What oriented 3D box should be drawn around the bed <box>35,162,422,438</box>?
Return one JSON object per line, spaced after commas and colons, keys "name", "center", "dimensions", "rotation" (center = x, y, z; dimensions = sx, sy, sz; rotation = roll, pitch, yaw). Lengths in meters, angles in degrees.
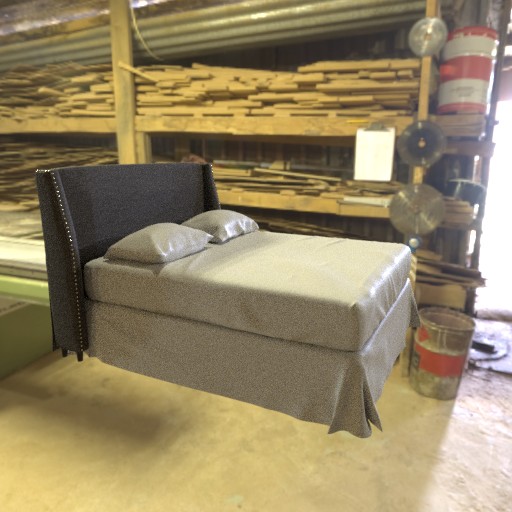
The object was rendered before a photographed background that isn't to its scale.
{"name": "bed", "center": [0.000, 0.000, 3.325], "dimensions": [2.276, 1.332, 1.925], "rotation": [7, 15, 26]}
